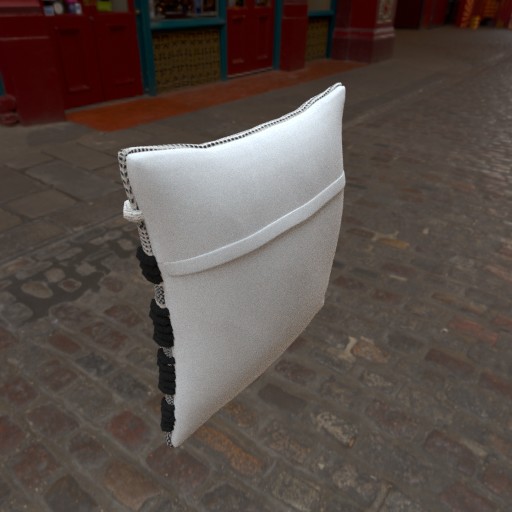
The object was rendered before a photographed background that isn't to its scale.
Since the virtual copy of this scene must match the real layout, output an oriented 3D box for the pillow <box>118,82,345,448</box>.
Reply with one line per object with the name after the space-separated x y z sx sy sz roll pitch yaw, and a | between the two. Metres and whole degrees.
0.000 0.000 0.669 0.156 0.438 0.436 22 37 31 | pillow
